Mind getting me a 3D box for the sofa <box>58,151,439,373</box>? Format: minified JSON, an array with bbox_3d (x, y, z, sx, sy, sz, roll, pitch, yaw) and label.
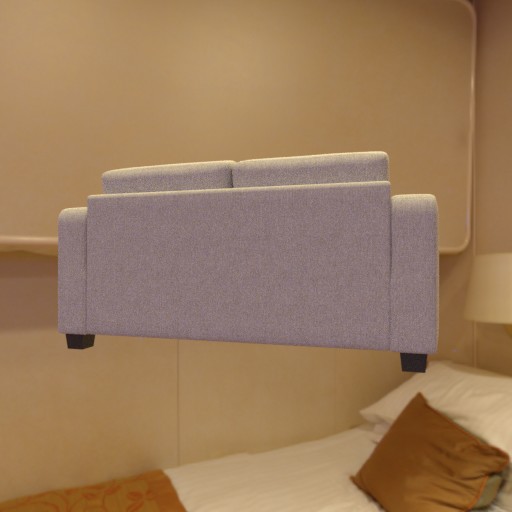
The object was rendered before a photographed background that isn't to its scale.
[{"bbox_3d":[0.000,0.000,2.105,1.540,0.800,0.900,0,0,16],"label":"sofa"}]
